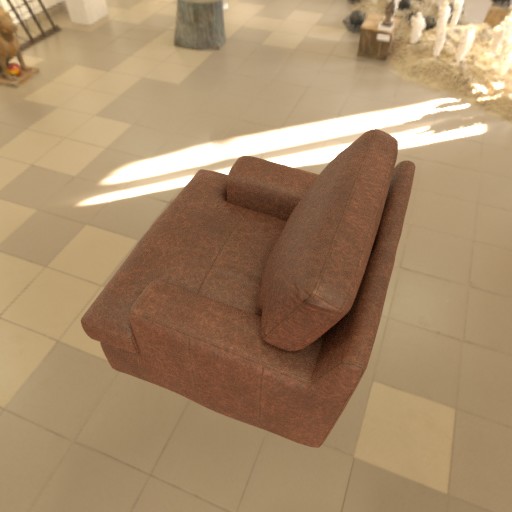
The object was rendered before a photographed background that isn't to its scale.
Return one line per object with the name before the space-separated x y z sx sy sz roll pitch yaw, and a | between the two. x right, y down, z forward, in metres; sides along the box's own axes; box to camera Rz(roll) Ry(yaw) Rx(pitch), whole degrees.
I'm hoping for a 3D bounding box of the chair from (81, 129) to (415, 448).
chair | 0.000 0.000 1.993 1.143 0.939 1.168 16 49 14
